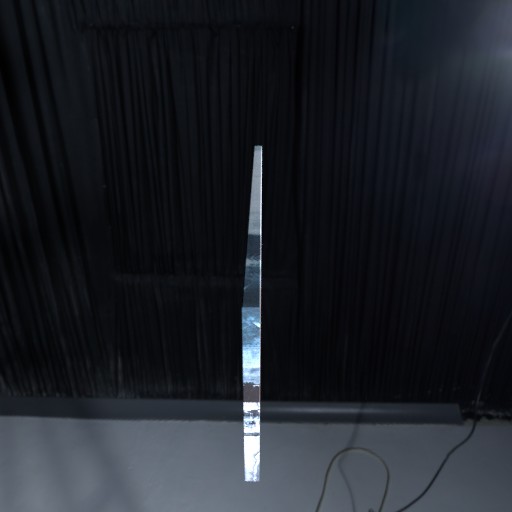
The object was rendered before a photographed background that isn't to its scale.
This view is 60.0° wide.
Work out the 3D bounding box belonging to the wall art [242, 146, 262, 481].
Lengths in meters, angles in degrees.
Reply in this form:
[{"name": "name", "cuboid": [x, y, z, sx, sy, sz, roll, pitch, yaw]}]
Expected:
[{"name": "wall art", "cuboid": [0.000, 0.000, 1.676, 0.037, 0.509, 1.524, 0, 26, 1]}]
